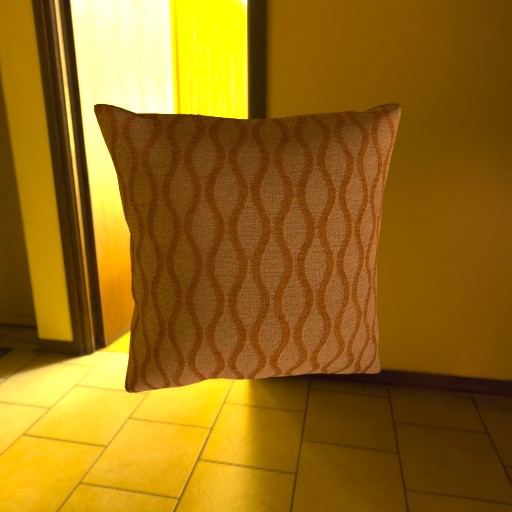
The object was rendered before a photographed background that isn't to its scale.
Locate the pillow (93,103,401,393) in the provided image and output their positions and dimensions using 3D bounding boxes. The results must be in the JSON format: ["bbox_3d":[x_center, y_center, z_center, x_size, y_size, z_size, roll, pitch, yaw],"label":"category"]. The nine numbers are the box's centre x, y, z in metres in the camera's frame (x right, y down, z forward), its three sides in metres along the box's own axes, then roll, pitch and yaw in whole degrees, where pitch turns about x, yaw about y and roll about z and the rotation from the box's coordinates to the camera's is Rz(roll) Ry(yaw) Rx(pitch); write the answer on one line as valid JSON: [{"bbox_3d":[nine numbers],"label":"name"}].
[{"bbox_3d":[0.000,0.000,0.662,0.429,0.436,0.159,-2,16,-9],"label":"pillow"}]
